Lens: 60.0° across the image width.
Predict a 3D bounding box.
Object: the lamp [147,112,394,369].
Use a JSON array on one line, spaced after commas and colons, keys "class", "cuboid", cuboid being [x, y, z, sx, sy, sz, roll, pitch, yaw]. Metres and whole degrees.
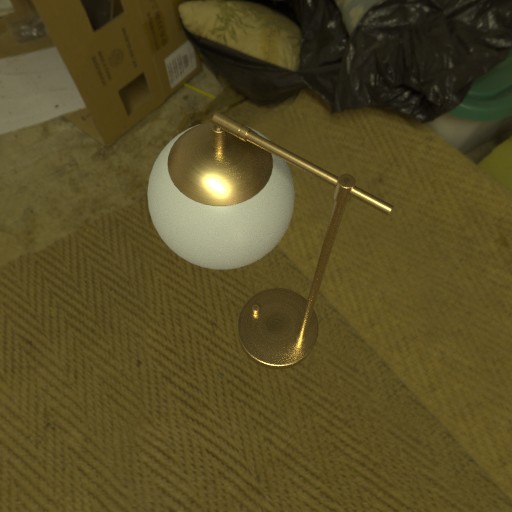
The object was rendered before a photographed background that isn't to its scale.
[{"class": "lamp", "cuboid": [0.000, 0.000, 0.717, 0.324, 0.559, 0.207, 32, 67, 15]}]
